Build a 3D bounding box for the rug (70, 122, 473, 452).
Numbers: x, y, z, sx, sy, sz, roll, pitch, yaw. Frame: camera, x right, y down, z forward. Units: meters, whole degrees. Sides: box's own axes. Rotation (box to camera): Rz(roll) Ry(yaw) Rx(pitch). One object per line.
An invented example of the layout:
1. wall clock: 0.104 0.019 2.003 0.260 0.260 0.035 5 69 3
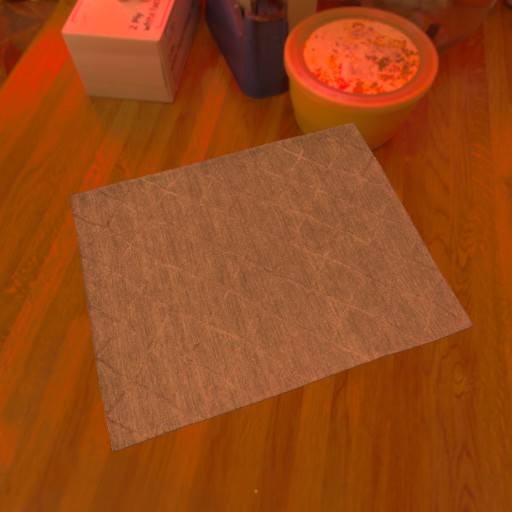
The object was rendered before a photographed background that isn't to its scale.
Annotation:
1. rug: 0.000 0.000 4.006 3.048 0.013 2.438 -17 63 -9
